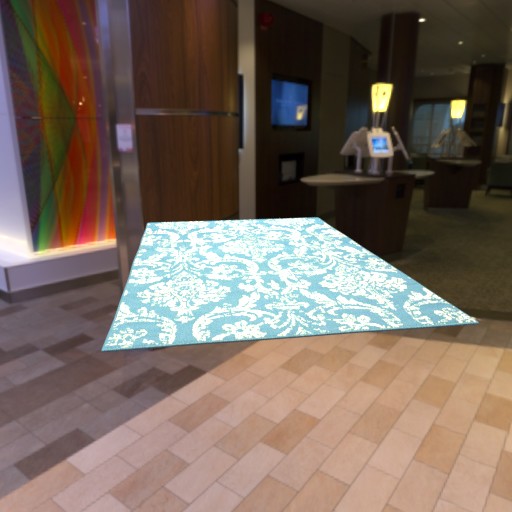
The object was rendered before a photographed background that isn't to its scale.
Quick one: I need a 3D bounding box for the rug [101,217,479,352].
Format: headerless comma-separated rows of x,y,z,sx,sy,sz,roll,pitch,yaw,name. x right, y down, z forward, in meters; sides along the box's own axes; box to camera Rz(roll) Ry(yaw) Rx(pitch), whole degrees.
0.000,0.000,2.252,1.211,0.012,1.833,-3,16,-9,rug
